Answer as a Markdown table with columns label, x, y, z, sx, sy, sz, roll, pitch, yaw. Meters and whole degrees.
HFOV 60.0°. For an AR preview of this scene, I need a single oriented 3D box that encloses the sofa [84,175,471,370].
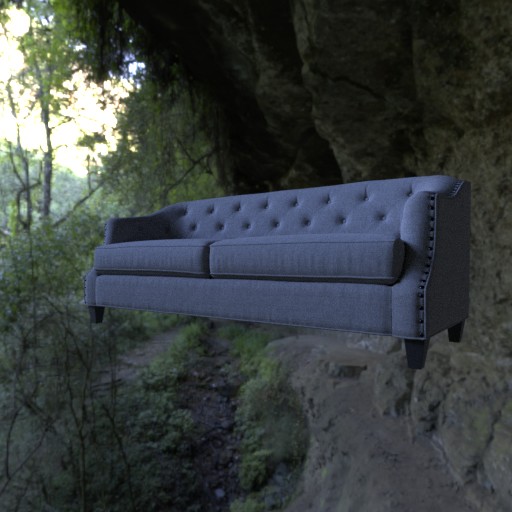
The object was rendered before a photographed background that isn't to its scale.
| label | x | y | z | sx | sy | sz | roll | pitch | yaw |
| --- | --- | --- | --- | --- | --- | --- | --- | --- | --- |
| sofa | 0.000 | 0.000 | 2.687 | 2.235 | 0.901 | 0.914 | 0 | -1 | 36 |
